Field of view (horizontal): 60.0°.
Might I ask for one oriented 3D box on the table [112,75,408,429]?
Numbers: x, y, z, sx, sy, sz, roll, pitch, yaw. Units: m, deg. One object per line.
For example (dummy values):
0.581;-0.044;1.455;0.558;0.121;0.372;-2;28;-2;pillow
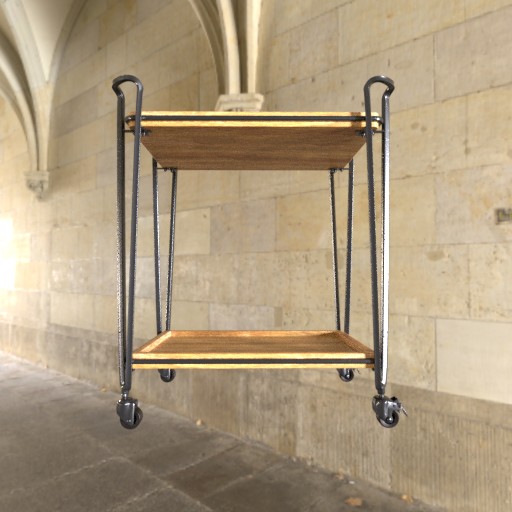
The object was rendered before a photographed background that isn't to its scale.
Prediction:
0.000;0.000;1.220;0.672;0.785;0.505;0;-2;0;table
